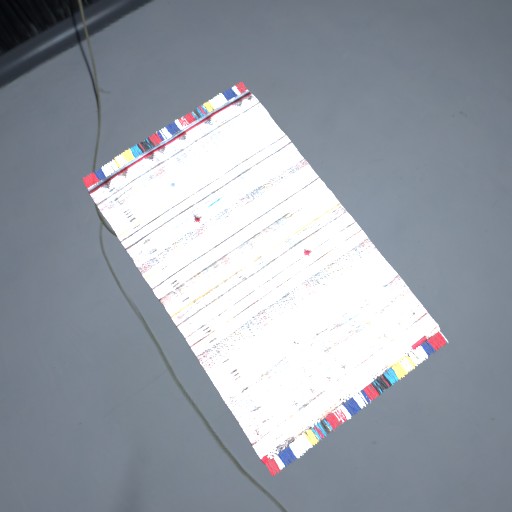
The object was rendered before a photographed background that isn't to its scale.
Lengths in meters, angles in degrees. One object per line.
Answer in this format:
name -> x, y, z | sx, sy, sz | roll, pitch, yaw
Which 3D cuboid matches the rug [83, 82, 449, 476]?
rug -> 0.000, 0.000, 3.106 | 1.465, 0.012, 2.465 | -34, 78, -8
